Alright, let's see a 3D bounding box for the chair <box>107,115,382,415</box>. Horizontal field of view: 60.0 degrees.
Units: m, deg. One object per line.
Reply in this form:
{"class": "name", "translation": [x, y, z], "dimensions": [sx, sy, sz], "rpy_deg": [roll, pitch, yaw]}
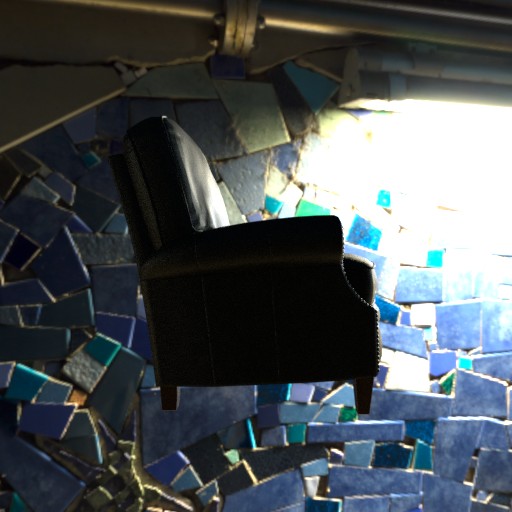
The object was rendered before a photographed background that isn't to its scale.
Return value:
{"class": "chair", "translation": [0.000, 0.000, 1.810], "dimensions": [0.986, 1.018, 0.936], "rpy_deg": [0, 1, 1]}
